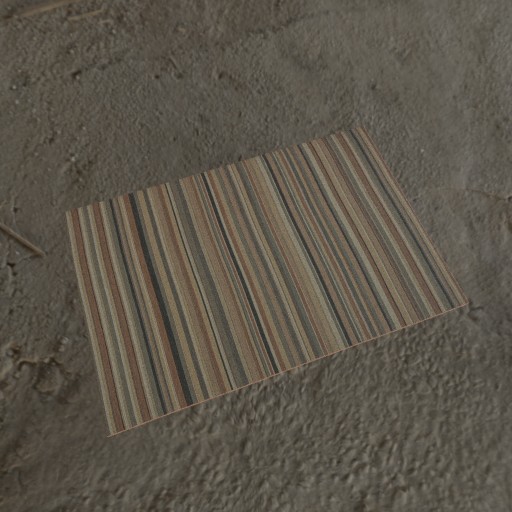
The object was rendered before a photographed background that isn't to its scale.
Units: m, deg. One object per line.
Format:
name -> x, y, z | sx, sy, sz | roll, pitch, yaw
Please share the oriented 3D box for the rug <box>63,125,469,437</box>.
rug -> 0.000, 0.000, 2.328 | 1.829, 0.008, 1.219 | -18, 66, -8
